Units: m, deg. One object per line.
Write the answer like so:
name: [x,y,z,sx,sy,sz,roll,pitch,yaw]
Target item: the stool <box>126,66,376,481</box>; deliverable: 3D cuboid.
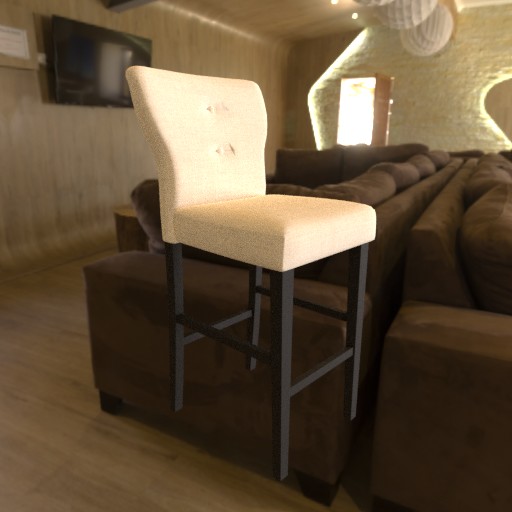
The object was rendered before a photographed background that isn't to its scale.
stool: [0.000,0.000,1.409,0.603,1.124,0.516,14,21,41]
